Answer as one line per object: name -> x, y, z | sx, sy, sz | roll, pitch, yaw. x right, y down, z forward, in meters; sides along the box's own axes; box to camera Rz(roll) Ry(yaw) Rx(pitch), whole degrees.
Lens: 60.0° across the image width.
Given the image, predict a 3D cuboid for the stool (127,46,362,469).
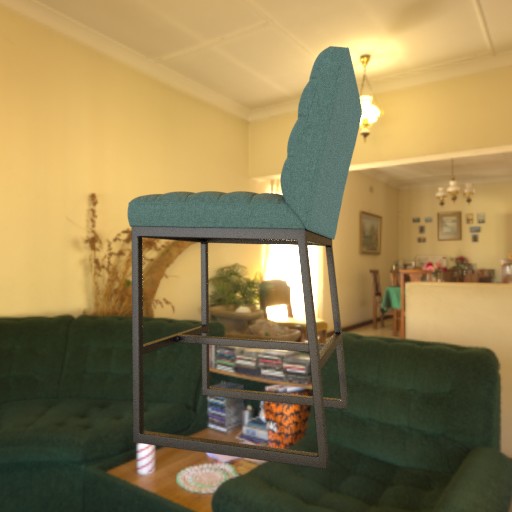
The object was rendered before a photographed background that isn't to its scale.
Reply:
stool -> 0.000, 0.000, 1.251 | 0.560, 0.940, 0.460 | 0, -1, 18
